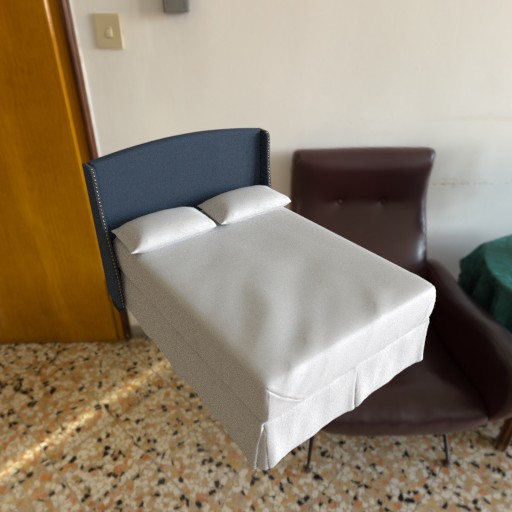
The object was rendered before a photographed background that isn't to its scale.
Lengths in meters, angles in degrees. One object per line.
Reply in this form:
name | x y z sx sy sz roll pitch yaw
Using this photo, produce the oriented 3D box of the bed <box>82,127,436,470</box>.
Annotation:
bed | 0.000 0.000 3.415 1.710 1.407 2.237 -21 37 -31
